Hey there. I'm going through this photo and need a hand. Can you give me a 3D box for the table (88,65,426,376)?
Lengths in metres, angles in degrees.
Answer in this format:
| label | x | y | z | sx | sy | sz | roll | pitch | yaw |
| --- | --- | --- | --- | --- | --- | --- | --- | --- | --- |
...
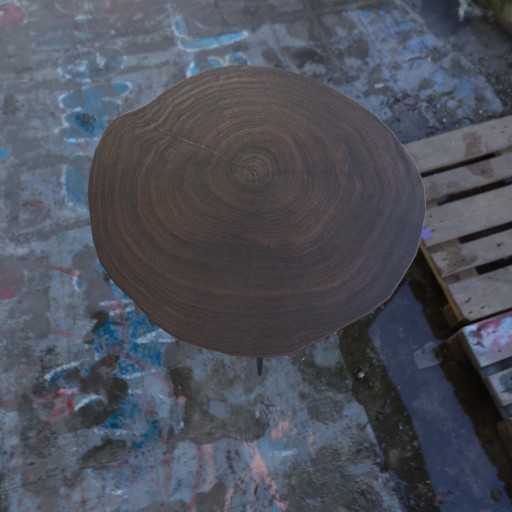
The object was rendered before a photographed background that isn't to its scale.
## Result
| label | x | y | z | sx | sy | sz | roll | pitch | yaw |
| --- | --- | --- | --- | --- | --- | --- | --- | --- | --- |
| table | 0.000 | 0.000 | 0.856 | 0.477 | 0.476 | 0.494 | -15 | 65 | -7 |
